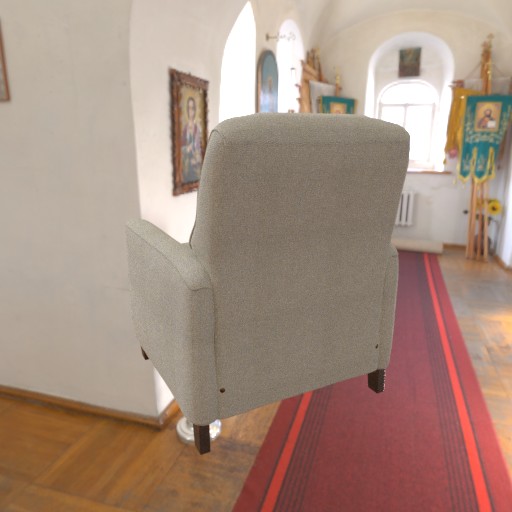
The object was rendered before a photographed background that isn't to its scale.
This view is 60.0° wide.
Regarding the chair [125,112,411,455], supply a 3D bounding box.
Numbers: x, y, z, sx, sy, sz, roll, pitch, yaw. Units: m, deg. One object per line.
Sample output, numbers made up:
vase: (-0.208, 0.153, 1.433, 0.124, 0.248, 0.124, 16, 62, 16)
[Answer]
chair: (0.000, 0.000, 1.681, 0.850, 1.006, 0.853, -8, 17, -27)
